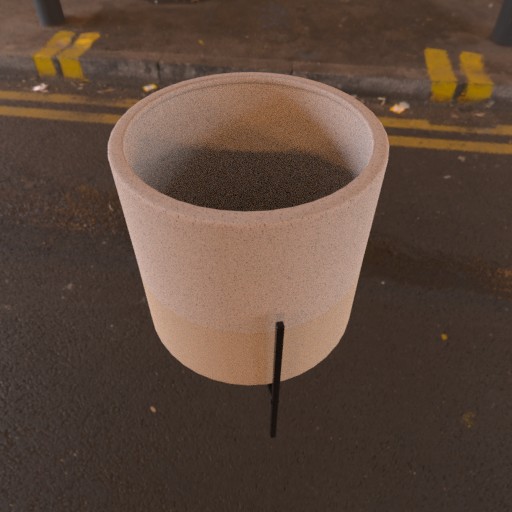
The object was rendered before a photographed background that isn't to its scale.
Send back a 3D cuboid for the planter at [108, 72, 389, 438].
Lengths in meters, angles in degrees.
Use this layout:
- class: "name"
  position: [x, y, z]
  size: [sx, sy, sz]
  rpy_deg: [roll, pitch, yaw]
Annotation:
- class: "planter"
  position: [0.000, 0.000, 0.653]
  size: [0.335, 0.423, 0.313]
  rpy_deg: [-33, 54, -27]
